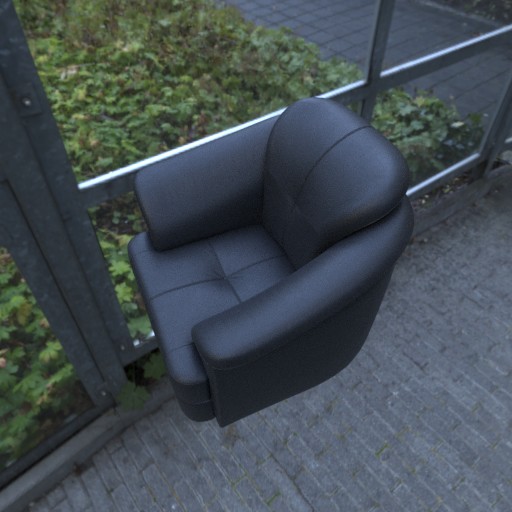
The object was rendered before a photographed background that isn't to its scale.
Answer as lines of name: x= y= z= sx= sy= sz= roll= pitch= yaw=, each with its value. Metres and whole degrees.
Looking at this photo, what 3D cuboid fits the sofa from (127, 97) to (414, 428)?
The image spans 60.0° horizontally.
sofa: x=0.000 y=0.000 z=1.506 sx=0.794 sy=0.811 sz=0.870 roll=-18 pitch=49 yaw=-16
